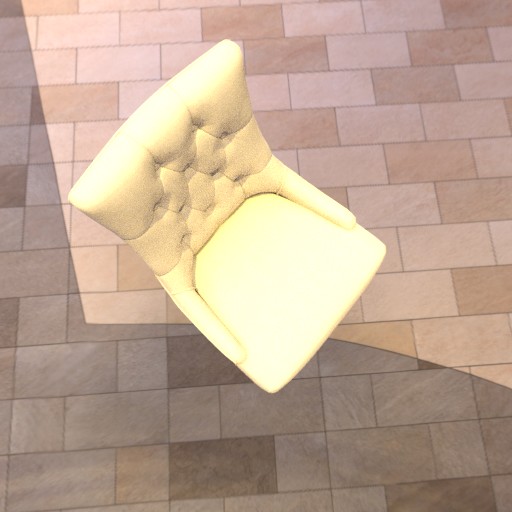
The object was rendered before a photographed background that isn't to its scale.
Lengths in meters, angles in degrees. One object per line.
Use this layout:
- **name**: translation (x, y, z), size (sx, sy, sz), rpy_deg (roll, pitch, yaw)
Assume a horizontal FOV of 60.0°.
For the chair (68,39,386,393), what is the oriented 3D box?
- **chair**: translation (0.000, 0.000, 1.193), size (0.565, 0.874, 0.509), rpy_deg (39, 79, 9)
